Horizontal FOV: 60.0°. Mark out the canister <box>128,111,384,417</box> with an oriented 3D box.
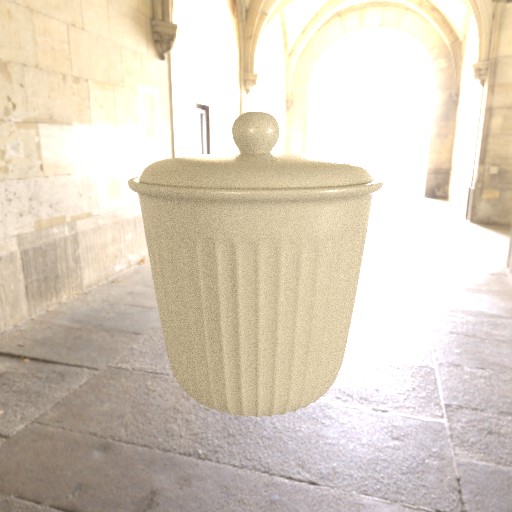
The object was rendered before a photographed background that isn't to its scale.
[{"bbox_3d":[0.000,0.000,0.338,0.181,0.211,0.181,0,14,0],"label":"canister"}]
